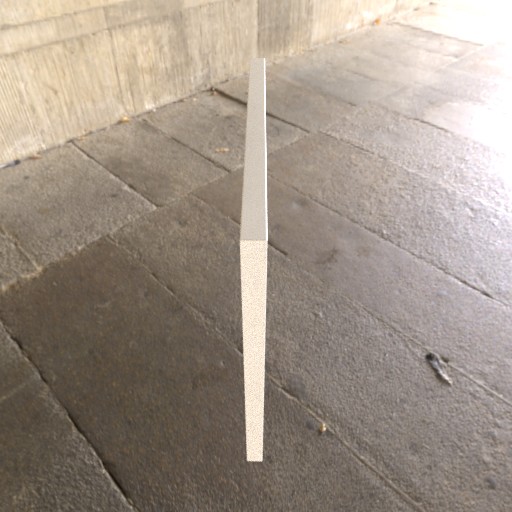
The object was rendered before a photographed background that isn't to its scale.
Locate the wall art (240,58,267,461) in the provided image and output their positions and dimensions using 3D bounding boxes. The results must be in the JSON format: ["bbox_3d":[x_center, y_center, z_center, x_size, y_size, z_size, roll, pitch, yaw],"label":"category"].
[{"bbox_3d":[0.000,0.000,1.183,0.040,0.762,0.762,0,43,0],"label":"wall art"}]
